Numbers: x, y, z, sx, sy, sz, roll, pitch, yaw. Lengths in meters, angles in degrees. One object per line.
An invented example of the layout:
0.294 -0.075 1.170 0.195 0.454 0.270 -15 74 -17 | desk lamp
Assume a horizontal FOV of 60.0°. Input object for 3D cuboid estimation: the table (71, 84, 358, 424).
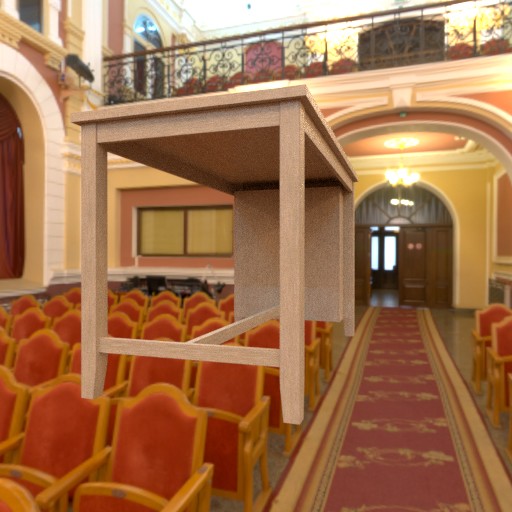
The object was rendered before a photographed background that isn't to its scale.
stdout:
0.000 0.000 1.902 0.729 0.874 1.397 0 0 18 | table
